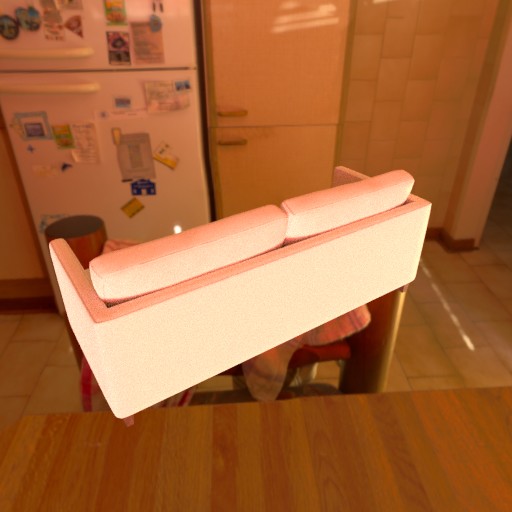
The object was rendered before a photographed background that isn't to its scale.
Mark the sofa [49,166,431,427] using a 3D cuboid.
[{"bbox_3d":[0.000,0.000,2.977,2.361,0.962,0.951,-19,36,-29],"label":"sofa"}]
